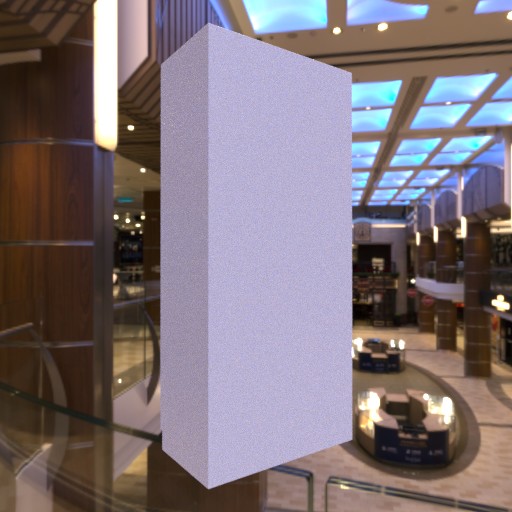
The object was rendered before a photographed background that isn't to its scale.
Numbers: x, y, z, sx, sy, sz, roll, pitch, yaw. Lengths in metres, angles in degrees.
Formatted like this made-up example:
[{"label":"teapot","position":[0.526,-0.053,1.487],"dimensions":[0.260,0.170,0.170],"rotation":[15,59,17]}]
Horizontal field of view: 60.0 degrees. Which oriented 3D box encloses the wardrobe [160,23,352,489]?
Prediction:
[{"label":"wardrobe","position":[0.000,0.000,2.026],"dimensions":[0.760,1.700,0.470],"rotation":[0,0,-35]}]
